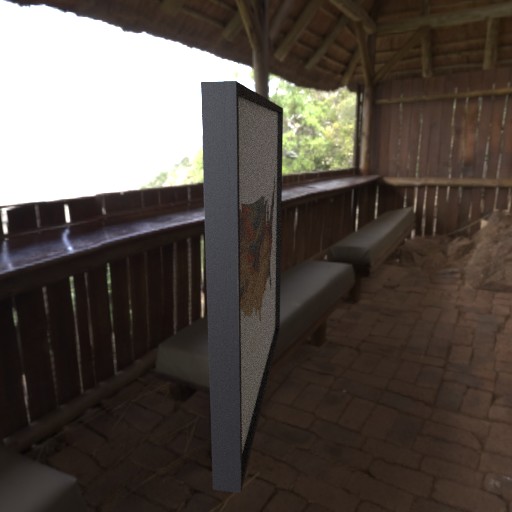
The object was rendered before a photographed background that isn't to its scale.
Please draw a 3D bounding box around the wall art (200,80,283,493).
[{"bbox_3d":[0.000,0.000,0.759,0.038,0.507,0.507,2,16,8],"label":"wall art"}]
